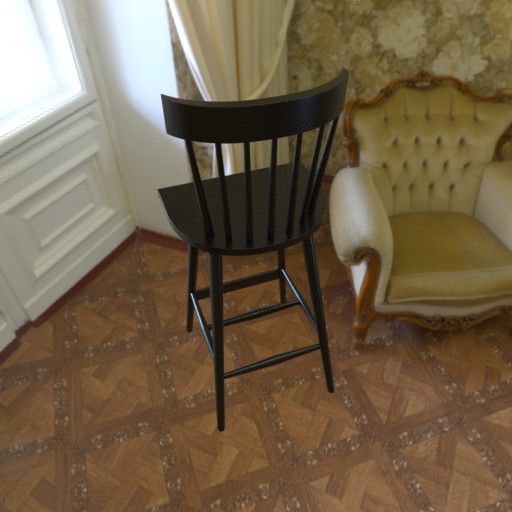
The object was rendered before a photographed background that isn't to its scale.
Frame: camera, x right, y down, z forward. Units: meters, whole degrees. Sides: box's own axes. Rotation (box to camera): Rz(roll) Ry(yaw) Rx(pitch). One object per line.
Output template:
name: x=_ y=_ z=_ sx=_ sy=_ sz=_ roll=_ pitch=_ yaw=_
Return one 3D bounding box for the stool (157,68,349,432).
stool: x=0.000 y=0.000 z=1.376 sx=0.482 sy=1.092 sz=0.483 roll=-14 pitch=44 yaw=-15
